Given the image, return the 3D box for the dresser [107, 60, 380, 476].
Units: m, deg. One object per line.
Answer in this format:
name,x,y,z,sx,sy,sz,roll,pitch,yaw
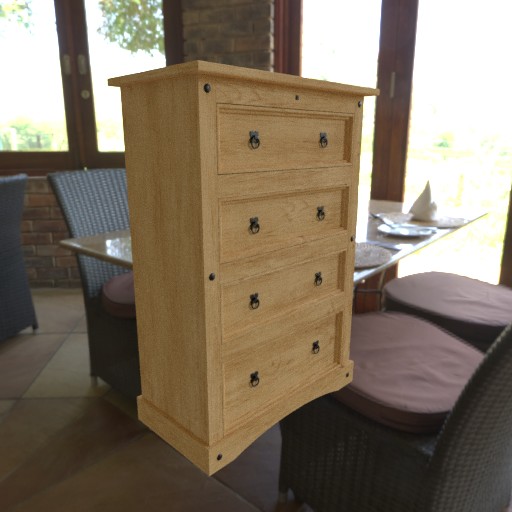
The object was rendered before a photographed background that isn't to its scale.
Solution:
dresser,0.000,0.000,1.776,0.485,1.300,0.915,14,20,43
